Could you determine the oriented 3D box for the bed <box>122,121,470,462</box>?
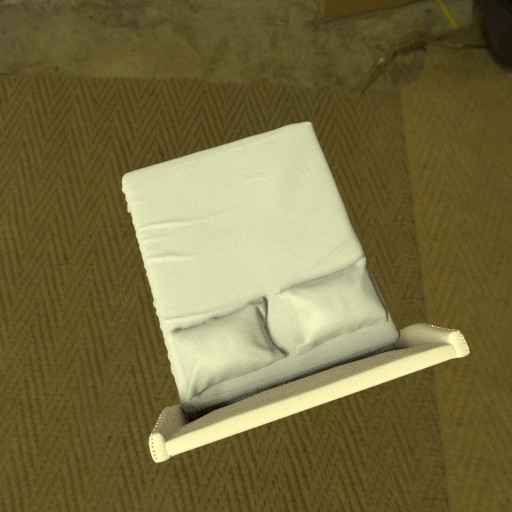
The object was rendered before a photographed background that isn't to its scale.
[{"bbox_3d":[0.000,0.000,3.407,1.925,1.332,2.276,-17,75,-5],"label":"bed"}]
